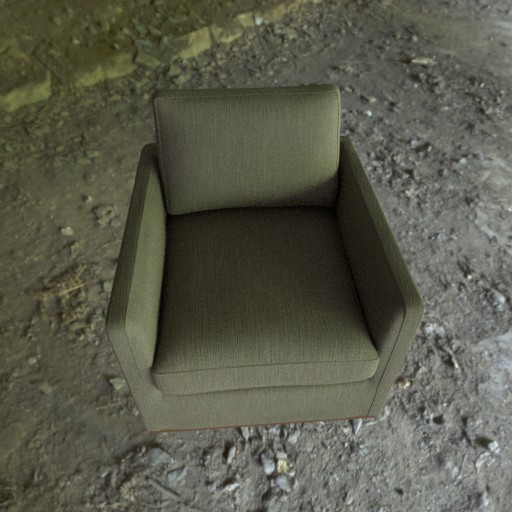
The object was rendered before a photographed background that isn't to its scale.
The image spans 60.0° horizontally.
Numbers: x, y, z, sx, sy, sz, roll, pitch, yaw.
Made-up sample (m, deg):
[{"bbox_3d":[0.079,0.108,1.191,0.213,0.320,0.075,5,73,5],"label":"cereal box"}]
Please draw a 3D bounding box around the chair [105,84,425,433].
[{"bbox_3d":[0.000,0.000,1.428,0.763,0.811,0.834,-3,45,-3],"label":"chair"}]
